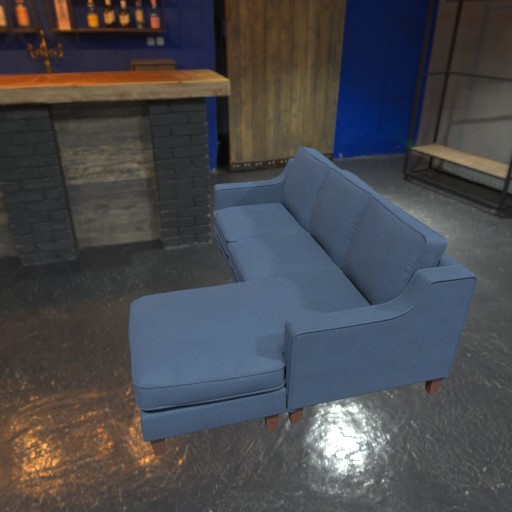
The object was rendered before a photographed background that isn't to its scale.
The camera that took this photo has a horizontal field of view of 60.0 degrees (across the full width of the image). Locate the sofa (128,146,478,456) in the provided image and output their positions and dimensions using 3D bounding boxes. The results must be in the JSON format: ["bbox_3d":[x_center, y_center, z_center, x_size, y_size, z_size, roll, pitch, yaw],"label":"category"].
[{"bbox_3d":[0.000,0.000,3.264,1.858,1.066,2.317,-7,29,-13],"label":"sofa"}]
